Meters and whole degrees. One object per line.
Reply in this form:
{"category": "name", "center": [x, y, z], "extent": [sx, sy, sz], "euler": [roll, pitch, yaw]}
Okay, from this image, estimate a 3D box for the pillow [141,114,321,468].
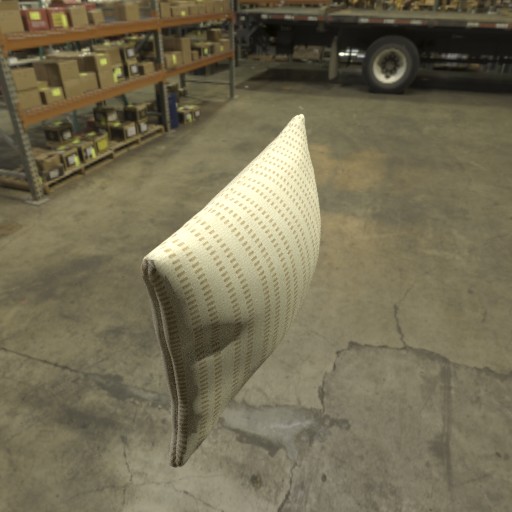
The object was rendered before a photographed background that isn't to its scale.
{"category": "pillow", "center": [0.000, 0.000, 0.792], "extent": [0.210, 0.353, 0.640], "euler": [10, 33, 16]}
